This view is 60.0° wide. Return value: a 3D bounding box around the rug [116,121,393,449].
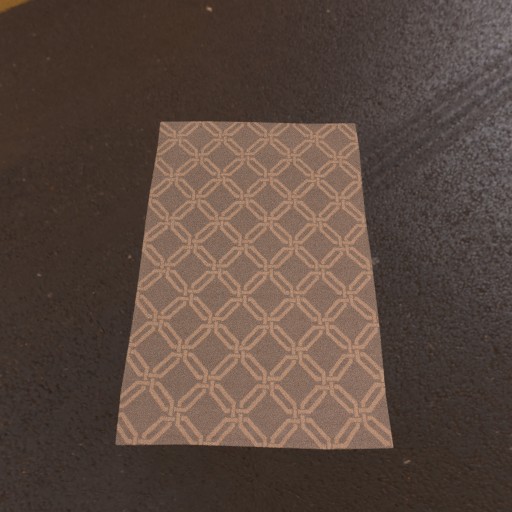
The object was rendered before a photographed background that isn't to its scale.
[{"bbox_3d":[0.000,0.000,2.200,1.148,0.010,1.754,1,63,0],"label":"rug"}]
